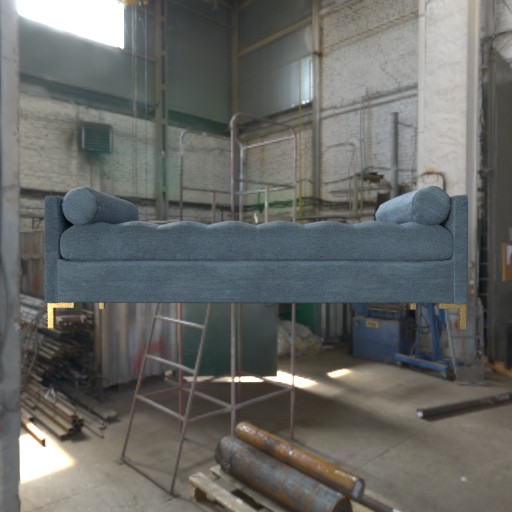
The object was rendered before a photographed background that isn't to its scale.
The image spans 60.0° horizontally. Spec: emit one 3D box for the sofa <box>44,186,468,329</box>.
[{"bbox_3d":[0.000,0.000,2.540,2.102,0.705,0.796,0,1,1],"label":"sofa"}]
